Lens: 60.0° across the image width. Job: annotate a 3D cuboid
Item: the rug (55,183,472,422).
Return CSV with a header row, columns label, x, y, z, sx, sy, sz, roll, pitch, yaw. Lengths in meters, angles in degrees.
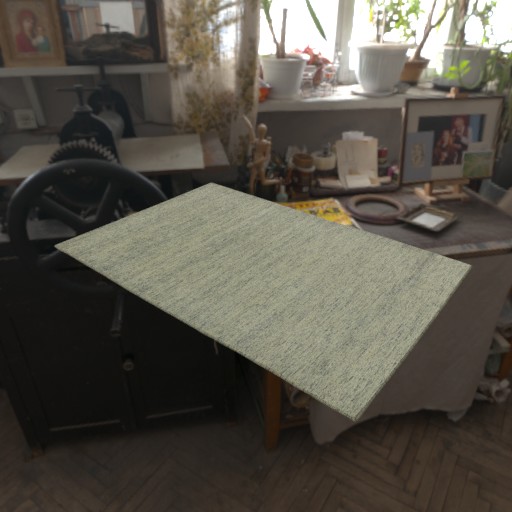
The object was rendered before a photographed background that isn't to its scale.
label,x,y,z,sx,sy,sz,roll,pitch,yaw
rug,0.000,0.000,2.338,1.846,0.014,1.243,22,37,33
